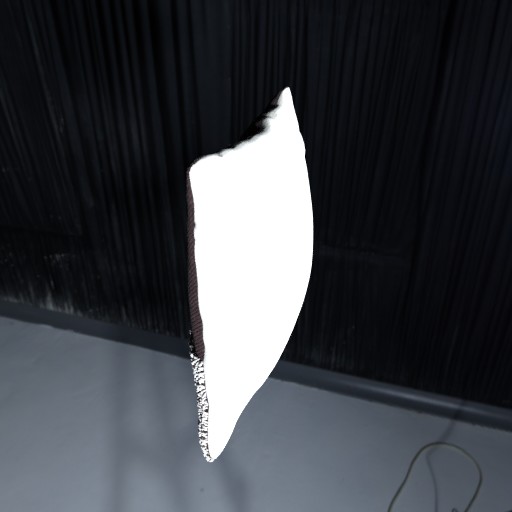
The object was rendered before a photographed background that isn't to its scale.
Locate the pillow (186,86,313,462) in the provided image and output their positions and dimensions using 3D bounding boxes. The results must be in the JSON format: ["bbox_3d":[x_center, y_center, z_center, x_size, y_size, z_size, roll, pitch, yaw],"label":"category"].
[{"bbox_3d":[0.000,0.000,0.752,0.178,0.473,0.475,9,31,14],"label":"pillow"}]
